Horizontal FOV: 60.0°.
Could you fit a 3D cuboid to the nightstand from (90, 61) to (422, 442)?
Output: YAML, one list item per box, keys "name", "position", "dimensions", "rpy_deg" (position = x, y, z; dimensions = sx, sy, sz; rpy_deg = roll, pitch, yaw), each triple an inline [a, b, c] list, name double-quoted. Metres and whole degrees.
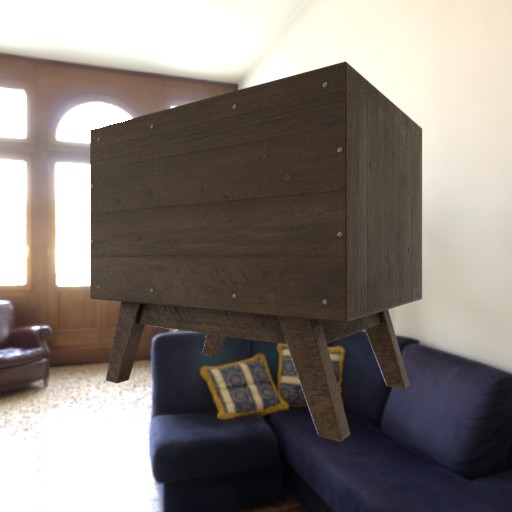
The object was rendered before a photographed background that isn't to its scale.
- name: "nightstand"
  position: [0.000, 0.000, 1.048]
  dimensions: [0.650, 0.599, 0.450]
  rpy_deg: [0, 0, 35]
